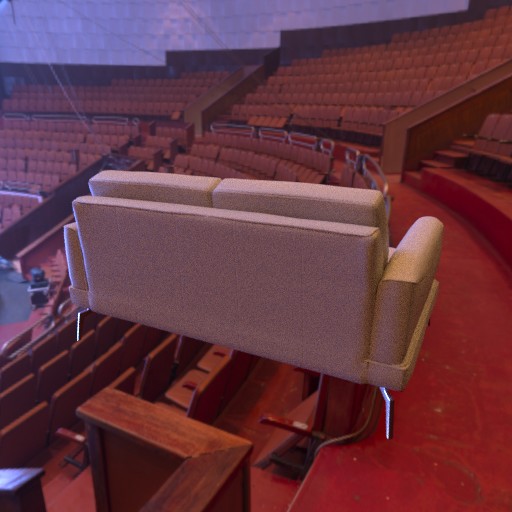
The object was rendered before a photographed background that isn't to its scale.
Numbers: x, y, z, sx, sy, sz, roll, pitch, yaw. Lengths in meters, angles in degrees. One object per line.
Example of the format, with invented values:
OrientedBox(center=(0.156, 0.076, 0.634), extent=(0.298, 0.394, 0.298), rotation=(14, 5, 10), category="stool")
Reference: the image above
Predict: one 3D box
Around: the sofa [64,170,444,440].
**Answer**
OrientedBox(center=(0.000, 0.000, 2.412), extent=(1.819, 0.930, 1.121), rotation=(9, 20, 26), category="sofa")
